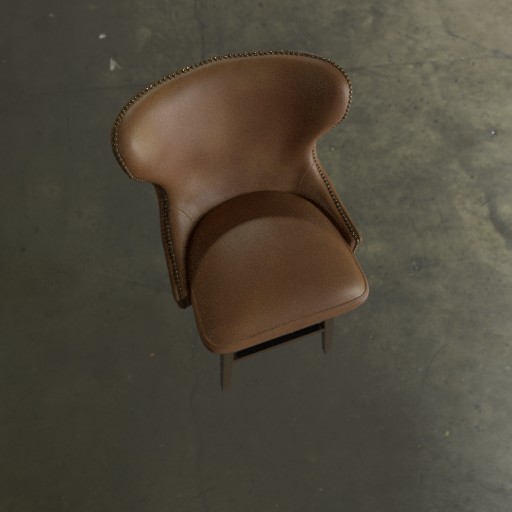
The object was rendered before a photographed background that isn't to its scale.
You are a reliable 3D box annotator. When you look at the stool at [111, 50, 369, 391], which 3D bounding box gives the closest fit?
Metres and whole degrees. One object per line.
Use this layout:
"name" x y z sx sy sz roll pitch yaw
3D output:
"stool" 0.000 0.000 1.425 0.591 1.087 0.606 -18 66 -8
